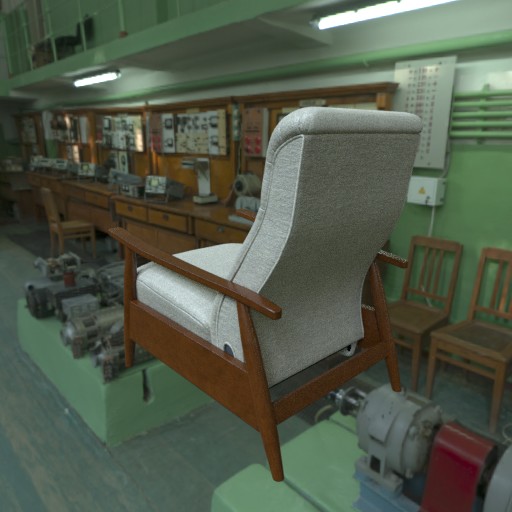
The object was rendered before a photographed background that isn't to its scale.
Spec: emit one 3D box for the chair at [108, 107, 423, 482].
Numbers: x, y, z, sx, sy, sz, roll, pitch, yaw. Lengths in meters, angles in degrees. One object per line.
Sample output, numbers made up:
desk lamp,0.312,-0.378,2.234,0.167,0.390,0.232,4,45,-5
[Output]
chair,0.000,0.000,1.773,0.762,1.082,1.014,-14,21,-41
